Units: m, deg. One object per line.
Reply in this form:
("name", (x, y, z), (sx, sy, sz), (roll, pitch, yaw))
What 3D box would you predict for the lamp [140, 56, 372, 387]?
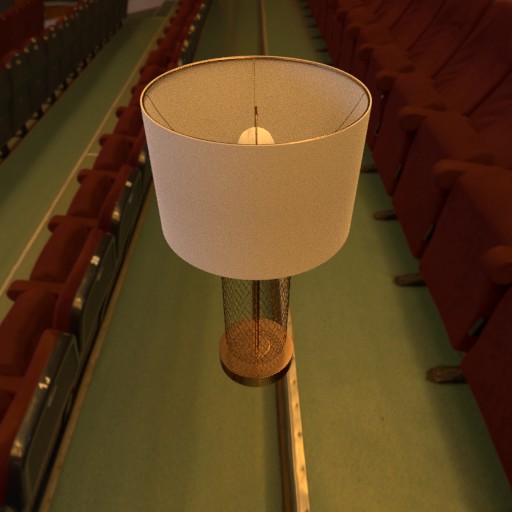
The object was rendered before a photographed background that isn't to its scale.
("lamp", (0.000, 0.000, 0.650), (0.252, 0.483, 0.252), (-1, 41, -1))
